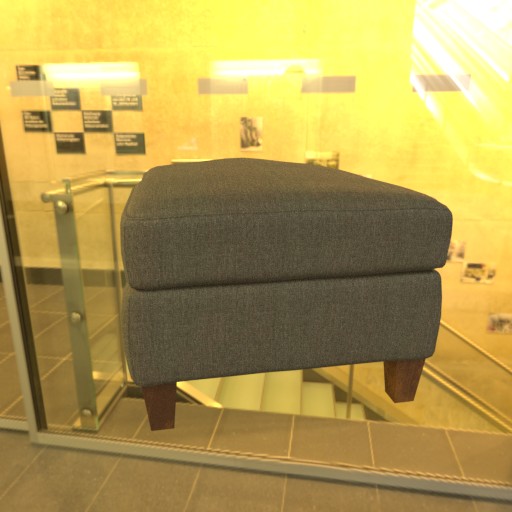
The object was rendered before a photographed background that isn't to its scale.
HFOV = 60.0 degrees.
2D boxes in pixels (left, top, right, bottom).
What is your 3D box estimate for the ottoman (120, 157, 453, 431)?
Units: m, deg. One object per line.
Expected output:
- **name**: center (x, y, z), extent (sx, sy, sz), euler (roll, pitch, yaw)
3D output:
- **ottoman**: center (0.000, 0.000, 1.205), extent (0.639, 0.496, 0.826), euler (-3, 17, -10)
